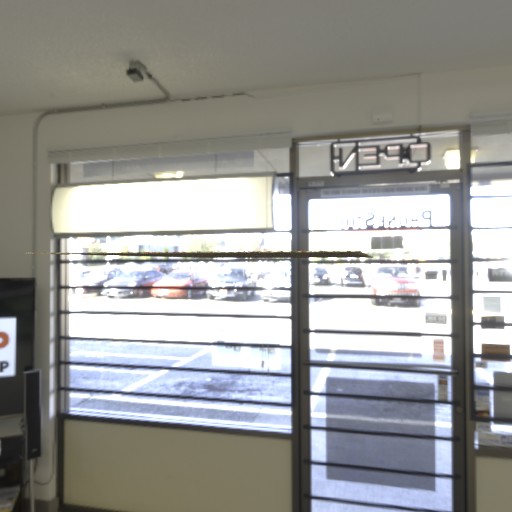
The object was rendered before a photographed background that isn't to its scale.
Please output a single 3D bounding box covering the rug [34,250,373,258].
[{"bbox_3d":[0.000,0.000,2.998,1.524,0.008,2.438,0,-1,16],"label":"rug"}]
